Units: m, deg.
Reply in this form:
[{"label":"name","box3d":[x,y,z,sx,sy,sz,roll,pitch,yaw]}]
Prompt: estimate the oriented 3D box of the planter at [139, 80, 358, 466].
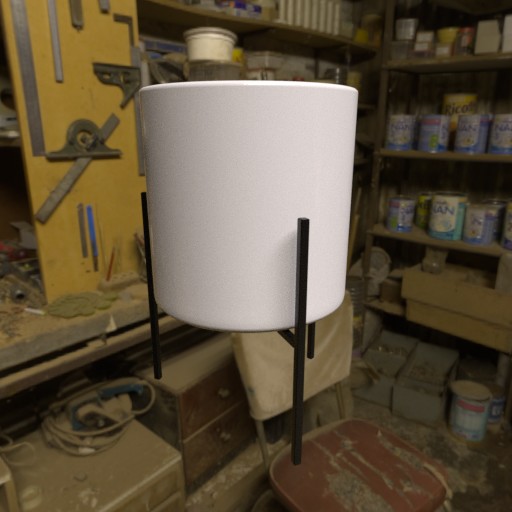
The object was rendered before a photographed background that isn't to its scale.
[{"label":"planter","box3d":[0.000,0.000,0.509,0.239,0.356,0.239,15,22,42]}]
